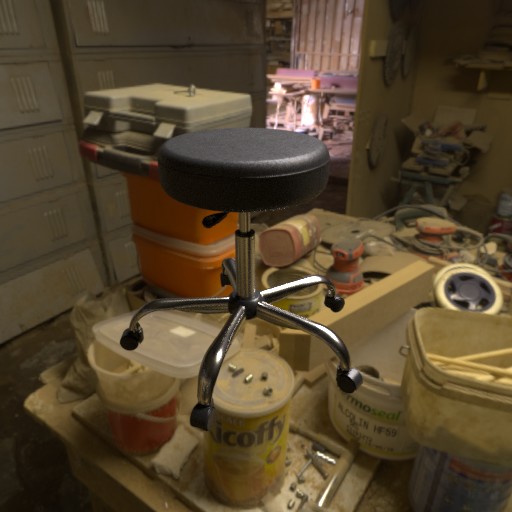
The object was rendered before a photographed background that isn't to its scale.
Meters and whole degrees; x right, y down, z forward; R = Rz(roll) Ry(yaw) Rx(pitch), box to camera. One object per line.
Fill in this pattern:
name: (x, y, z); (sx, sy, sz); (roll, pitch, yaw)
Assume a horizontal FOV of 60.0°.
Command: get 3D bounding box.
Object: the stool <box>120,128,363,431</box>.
stool: (0.000, 0.000, 1.145); (0.638, 0.576, 0.673); (18, 32, 32)
